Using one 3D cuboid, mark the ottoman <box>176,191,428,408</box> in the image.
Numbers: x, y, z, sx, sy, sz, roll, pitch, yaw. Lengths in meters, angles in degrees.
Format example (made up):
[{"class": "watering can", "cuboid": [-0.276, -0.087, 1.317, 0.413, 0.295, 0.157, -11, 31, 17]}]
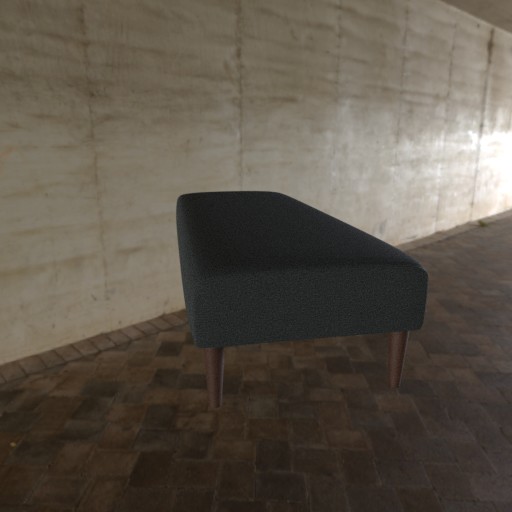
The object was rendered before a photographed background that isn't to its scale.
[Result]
[{"class": "ottoman", "cuboid": [0.000, 0.000, 1.883, 0.646, 0.393, 1.609, -3, 15, -11]}]
